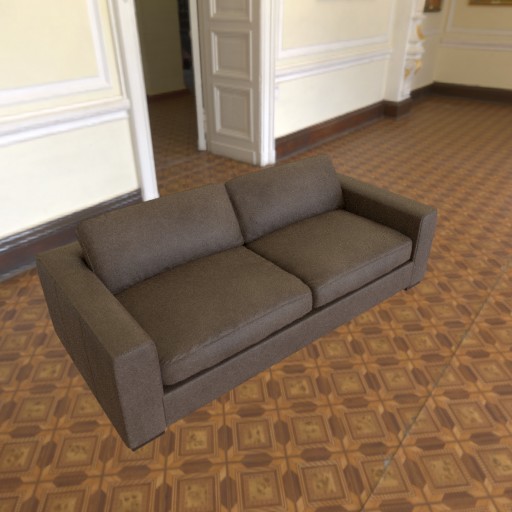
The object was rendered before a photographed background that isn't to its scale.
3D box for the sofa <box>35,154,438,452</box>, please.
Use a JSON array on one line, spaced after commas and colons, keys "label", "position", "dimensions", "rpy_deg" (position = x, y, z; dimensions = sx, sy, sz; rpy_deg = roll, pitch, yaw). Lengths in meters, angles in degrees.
[{"label": "sofa", "position": [0.000, 0.000, 2.731], "dimensions": [2.262, 0.801, 1.070], "rpy_deg": [-22, 37, -32]}]
